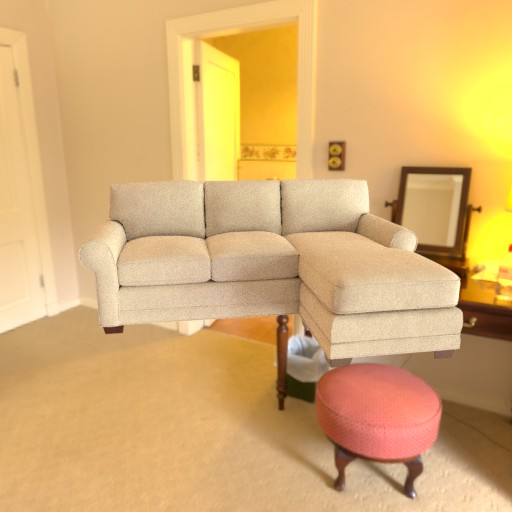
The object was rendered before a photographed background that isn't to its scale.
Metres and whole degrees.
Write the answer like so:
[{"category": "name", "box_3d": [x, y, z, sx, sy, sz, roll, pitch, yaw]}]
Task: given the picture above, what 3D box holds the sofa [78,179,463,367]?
[{"category": "sofa", "box_3d": [0.000, 0.000, 2.362, 1.770, 0.734, 1.226, -2, 15, -9]}]
